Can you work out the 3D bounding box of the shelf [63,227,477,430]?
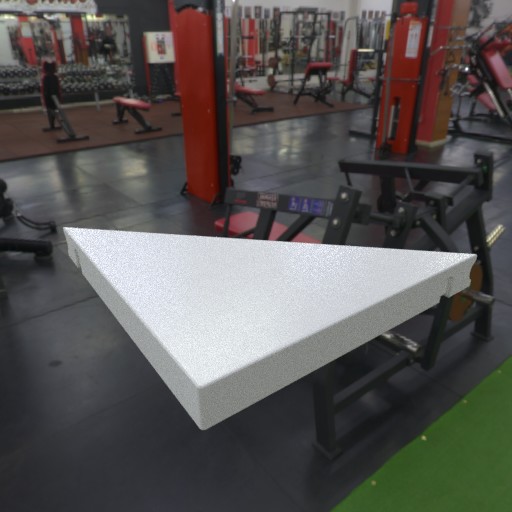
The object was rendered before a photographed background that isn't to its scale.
[{"bbox_3d":[0.000,0.000,0.447,0.296,0.035,0.296,-18,32,-32],"label":"shelf"}]
